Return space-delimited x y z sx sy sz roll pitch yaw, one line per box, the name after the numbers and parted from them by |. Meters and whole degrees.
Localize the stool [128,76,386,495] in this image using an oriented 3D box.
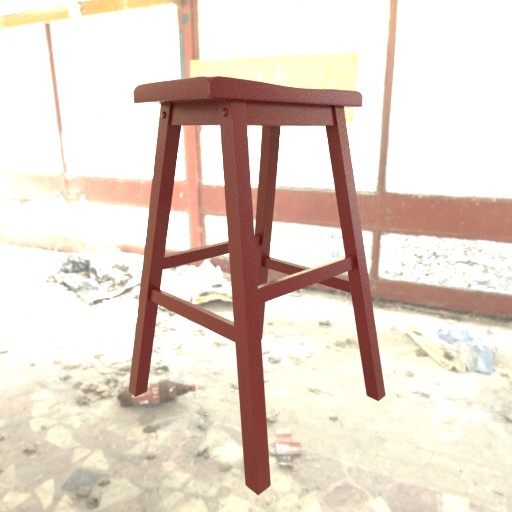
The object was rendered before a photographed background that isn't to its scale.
0.000 0.000 1.036 0.457 0.737 0.476 -15 22 -42 | stool
